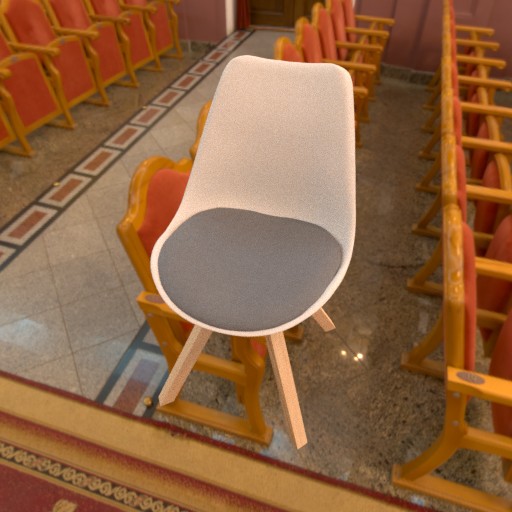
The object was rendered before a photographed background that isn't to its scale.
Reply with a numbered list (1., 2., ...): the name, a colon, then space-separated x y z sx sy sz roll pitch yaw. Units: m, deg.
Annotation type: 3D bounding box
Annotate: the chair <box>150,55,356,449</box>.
1. chair: 0.000 0.000 1.171 0.485 0.850 0.550 12 42 14
